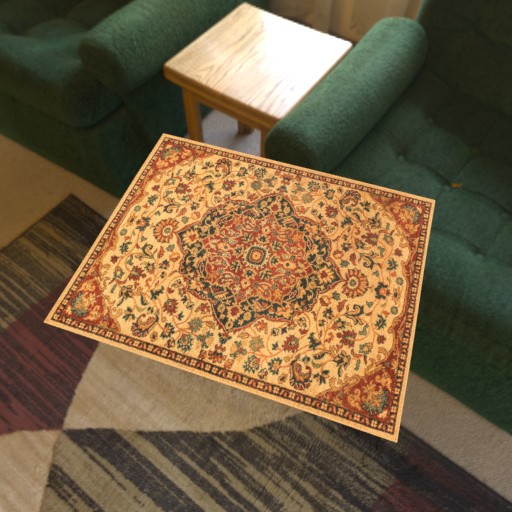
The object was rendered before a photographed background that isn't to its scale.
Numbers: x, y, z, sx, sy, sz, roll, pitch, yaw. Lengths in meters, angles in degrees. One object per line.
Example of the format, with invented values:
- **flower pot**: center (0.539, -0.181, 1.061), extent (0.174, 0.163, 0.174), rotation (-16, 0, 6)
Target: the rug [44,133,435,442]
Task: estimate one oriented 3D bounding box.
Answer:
- **rug**: center (0.000, 0.000, 4.201), extent (3.067, 0.005, 2.454), rotation (16, 60, 10)
